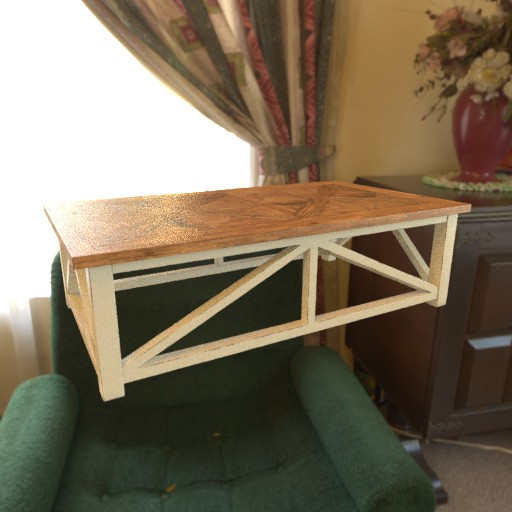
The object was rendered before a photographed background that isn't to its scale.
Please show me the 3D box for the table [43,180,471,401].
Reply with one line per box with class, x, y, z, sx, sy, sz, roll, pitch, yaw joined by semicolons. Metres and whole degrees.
table;0.000;0.000;1.725;1.400;0.410;0.800;-9;19;-28
